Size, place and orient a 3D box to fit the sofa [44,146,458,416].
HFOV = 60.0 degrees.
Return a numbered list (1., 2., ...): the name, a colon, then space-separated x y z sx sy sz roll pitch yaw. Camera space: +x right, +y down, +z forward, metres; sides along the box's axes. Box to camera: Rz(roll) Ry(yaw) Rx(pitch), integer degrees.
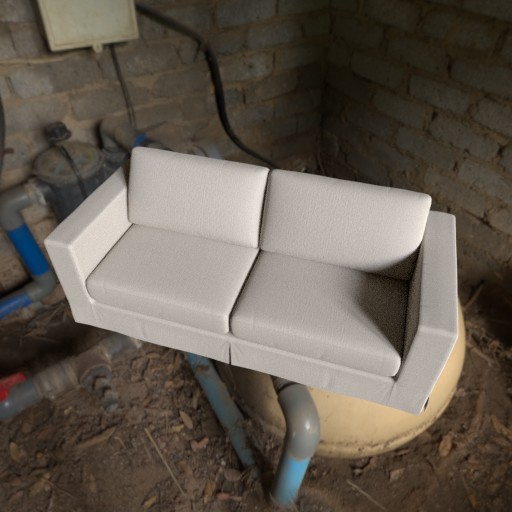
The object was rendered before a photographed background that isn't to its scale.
1. sofa: 0.000 0.000 2.620 2.163 0.881 0.954 12 43 13
